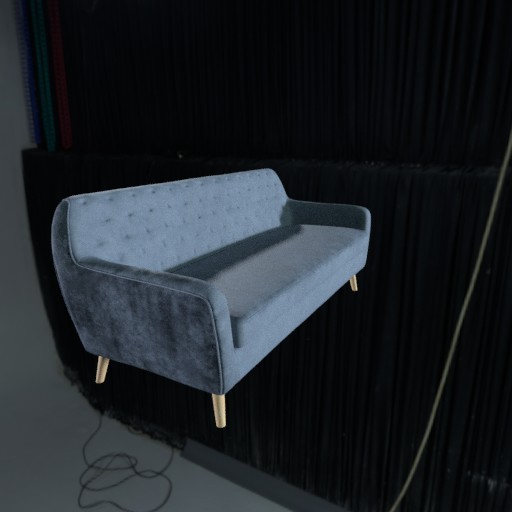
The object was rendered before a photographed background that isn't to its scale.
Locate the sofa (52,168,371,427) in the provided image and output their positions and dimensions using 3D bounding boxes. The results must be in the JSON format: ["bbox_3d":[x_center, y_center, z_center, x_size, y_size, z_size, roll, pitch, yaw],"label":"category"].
[{"bbox_3d":[0.000,0.000,2.466,0.841,0.832,1.975,8,17,28],"label":"sofa"}]
